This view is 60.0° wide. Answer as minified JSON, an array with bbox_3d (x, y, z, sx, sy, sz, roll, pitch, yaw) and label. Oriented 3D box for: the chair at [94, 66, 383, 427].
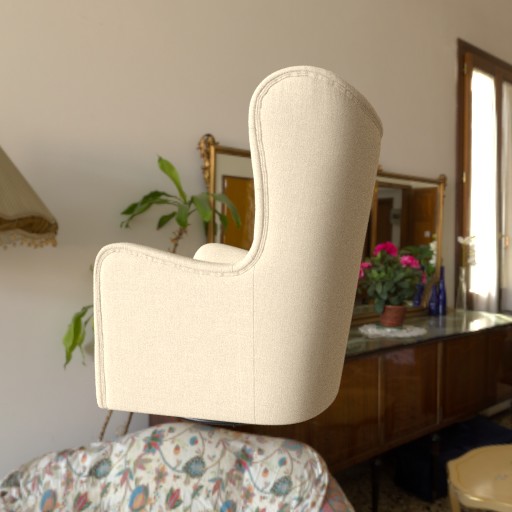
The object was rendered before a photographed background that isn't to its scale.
[{"bbox_3d":[0.000,0.000,1.694,0.929,1.079,0.831,0,1,18],"label":"chair"}]
